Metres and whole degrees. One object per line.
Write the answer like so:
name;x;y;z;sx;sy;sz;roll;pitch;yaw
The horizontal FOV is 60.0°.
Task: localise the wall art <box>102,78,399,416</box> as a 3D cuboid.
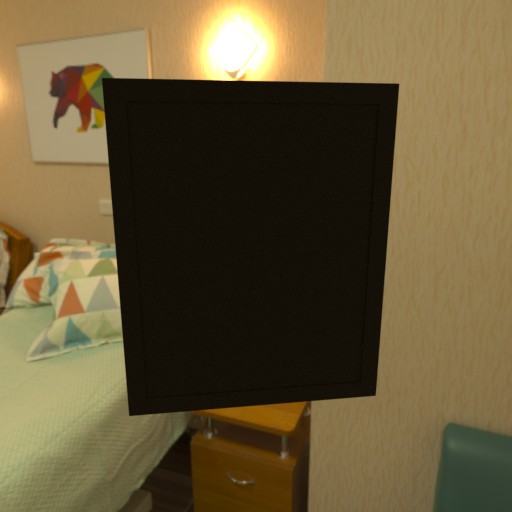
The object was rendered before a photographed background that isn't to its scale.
wall art;0.000;0.000;0.760;0.457;0.559;0.033;-2;15;-8
